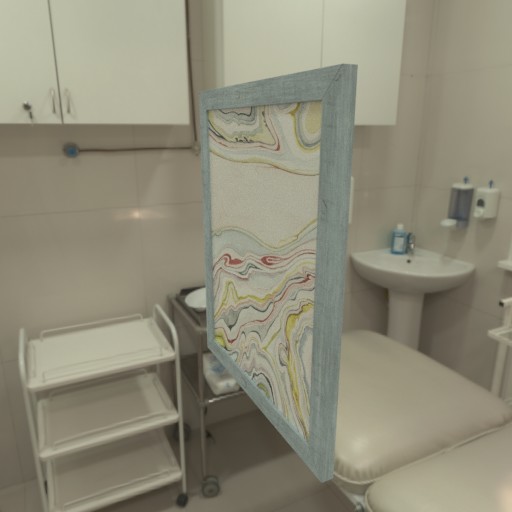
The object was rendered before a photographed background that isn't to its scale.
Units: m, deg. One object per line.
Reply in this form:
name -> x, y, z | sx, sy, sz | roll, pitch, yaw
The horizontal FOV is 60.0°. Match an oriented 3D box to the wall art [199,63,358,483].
wall art -> 0.000, 0.000, 0.793 | 0.022, 0.582, 0.479 | -8, 18, -26
